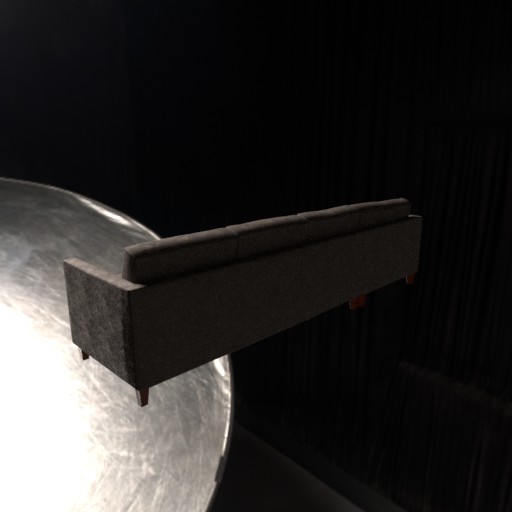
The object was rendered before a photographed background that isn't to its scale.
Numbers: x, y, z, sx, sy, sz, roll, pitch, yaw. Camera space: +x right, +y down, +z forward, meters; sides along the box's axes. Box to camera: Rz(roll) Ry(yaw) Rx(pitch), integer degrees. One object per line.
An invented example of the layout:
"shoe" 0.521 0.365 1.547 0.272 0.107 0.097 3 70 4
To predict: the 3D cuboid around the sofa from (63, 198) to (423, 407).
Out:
"sofa" 0.000 0.000 4.167 3.471 0.954 1.606 -14 20 -43
